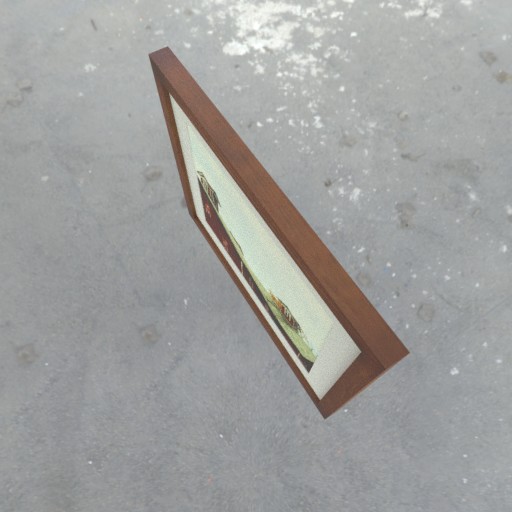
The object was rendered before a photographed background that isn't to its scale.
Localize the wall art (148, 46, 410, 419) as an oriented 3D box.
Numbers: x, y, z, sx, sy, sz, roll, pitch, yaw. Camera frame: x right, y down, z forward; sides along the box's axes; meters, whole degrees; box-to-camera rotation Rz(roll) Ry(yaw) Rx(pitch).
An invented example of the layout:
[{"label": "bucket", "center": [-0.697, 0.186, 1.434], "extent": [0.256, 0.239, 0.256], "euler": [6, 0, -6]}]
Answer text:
[{"label": "wall art", "center": [0.000, 0.000, 0.773], "extent": [0.033, 0.457, 0.558], "euler": [-29, 67, -14]}]
